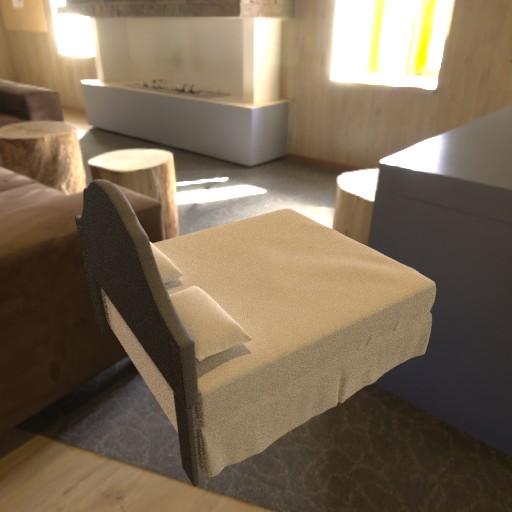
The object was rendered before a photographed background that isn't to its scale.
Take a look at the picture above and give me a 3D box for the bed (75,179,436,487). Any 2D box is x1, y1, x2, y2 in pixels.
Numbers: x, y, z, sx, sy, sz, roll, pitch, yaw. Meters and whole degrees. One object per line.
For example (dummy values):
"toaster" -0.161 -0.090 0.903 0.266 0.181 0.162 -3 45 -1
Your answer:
"bed" 0.000 0.000 3.527 2.214 1.615 2.008 -18 33 -30
